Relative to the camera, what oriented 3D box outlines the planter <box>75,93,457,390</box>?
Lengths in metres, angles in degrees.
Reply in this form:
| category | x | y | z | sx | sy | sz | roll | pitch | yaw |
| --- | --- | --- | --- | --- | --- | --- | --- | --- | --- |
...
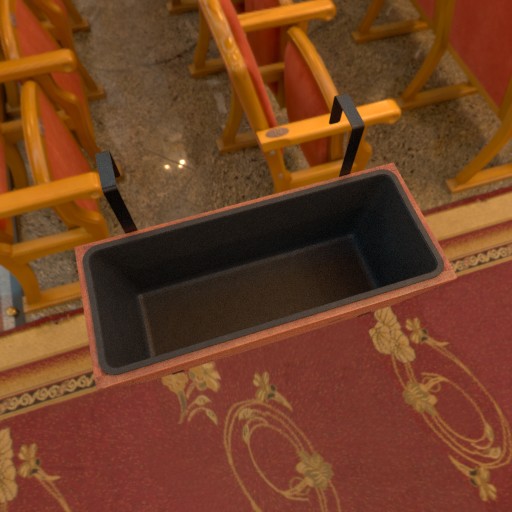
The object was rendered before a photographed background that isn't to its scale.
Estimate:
| category | x | y | z | sx | sy | sz | roll | pitch | yaw |
| --- | --- | --- | --- | --- | --- | --- | --- | --- | --- |
| planter | 0.000 | 0.000 | 0.648 | 0.480 | 0.289 | 0.262 | -16 | 65 | -8 |
